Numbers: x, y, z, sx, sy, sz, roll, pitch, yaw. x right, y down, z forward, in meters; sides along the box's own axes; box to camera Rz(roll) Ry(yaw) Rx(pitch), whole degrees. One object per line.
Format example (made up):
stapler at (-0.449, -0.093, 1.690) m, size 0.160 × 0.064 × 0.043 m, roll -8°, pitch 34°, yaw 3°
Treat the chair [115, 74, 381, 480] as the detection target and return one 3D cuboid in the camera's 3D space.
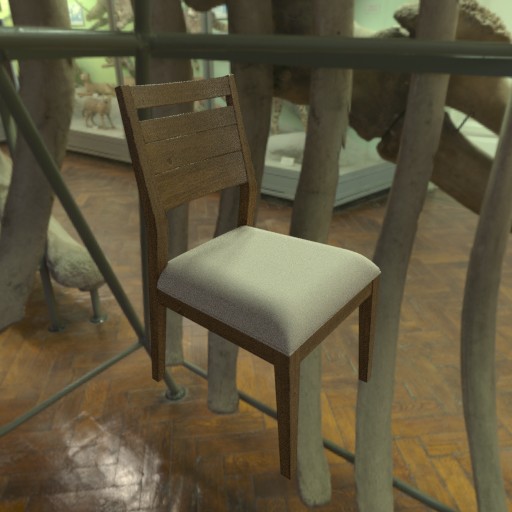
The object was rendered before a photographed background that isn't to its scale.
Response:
chair at (0.000, 0.000, 1.298) m, size 0.610 × 0.939 × 0.497 m, roll 19°, pitch 32°, yaw 33°
